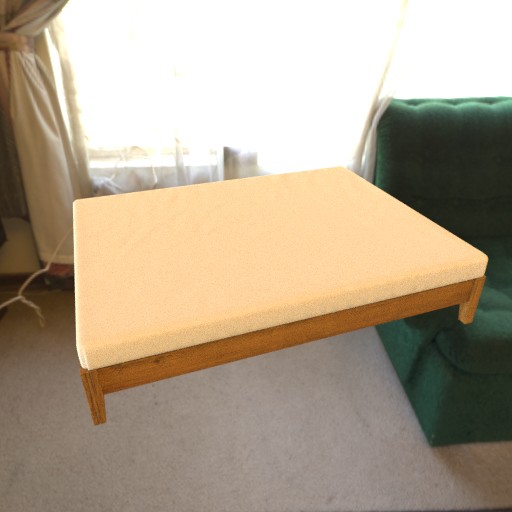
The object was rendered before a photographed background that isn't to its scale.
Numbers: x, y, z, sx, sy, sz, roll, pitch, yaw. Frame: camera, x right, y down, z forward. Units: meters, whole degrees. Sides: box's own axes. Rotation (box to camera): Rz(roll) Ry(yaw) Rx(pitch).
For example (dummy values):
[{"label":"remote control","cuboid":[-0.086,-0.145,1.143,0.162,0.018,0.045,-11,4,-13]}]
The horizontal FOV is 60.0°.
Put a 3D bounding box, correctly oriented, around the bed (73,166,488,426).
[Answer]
[{"label":"bed","cuboid":[0.000,0.000,2.685,2.016,0.431,1.536,-10,32,-17]}]
